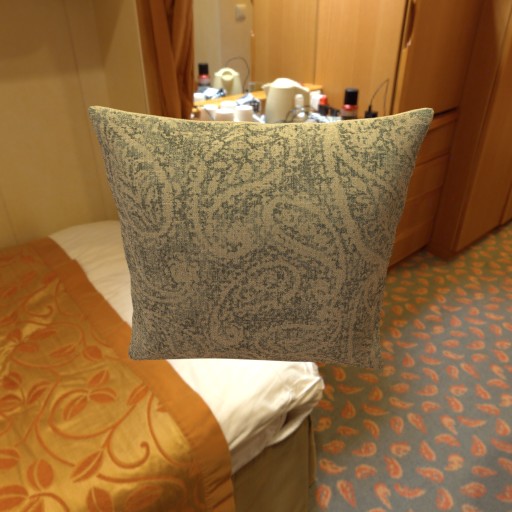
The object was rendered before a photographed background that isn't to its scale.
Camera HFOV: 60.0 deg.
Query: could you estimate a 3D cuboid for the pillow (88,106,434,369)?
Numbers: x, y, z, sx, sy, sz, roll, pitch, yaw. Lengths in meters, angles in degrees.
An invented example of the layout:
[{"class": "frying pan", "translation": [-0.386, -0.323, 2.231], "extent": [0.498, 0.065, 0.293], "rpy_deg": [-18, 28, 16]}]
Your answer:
[{"class": "pillow", "translation": [0.000, 0.000, 0.785], "extent": [0.523, 0.510, 0.166], "rpy_deg": [1, 31, 2]}]
